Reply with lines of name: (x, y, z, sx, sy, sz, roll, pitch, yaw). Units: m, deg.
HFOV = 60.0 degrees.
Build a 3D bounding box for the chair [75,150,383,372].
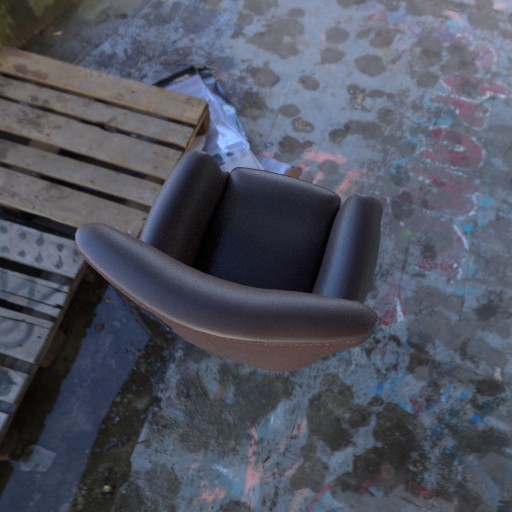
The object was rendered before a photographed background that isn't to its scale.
chair: (0.000, 0.000, 1.367, 0.700, 0.800, 0.746, 17, 65, 8)
